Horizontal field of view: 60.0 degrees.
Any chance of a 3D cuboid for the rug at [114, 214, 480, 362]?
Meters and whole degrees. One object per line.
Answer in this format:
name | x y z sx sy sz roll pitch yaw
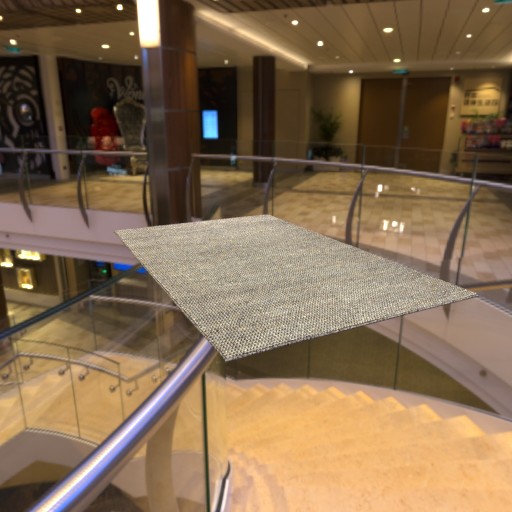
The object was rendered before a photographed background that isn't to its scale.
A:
rug | 0.000 0.000 3.160 1.538 0.021 2.443 -9 19 -26
